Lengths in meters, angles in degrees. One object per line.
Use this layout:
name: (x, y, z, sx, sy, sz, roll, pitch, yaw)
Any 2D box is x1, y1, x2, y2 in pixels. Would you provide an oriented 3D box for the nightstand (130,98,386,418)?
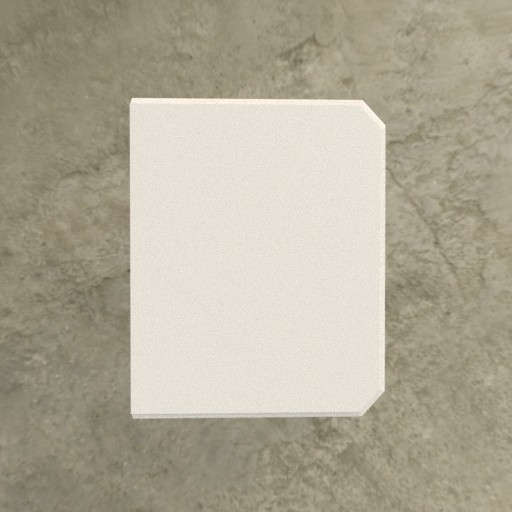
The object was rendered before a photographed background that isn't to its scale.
nightstand: (0.000, 0.000, 0.930, 0.351, 0.681, 0.435, 0, 91, -1)
